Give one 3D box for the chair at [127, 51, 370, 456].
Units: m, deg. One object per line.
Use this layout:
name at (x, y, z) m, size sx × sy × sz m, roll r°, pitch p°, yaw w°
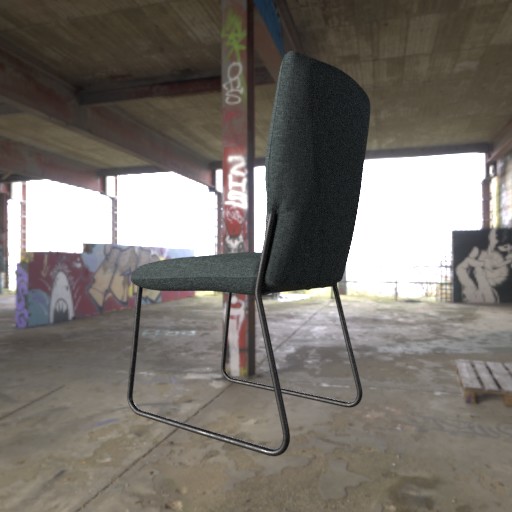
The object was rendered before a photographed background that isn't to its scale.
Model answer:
chair at (0.000, 0.000, 1.313) m, size 0.635 × 0.931 × 0.480 m, roll 0°, pitch 0°, yaw 36°
